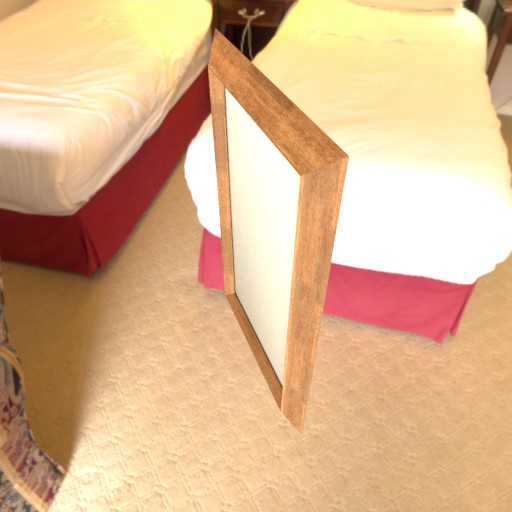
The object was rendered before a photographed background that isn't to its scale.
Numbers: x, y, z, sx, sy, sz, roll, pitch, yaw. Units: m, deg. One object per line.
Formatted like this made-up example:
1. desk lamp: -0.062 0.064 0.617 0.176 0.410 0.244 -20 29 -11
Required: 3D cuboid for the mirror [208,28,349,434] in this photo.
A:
1. mirror: 0.000 0.000 1.255 0.047 1.010 0.651 -16 47 -16
